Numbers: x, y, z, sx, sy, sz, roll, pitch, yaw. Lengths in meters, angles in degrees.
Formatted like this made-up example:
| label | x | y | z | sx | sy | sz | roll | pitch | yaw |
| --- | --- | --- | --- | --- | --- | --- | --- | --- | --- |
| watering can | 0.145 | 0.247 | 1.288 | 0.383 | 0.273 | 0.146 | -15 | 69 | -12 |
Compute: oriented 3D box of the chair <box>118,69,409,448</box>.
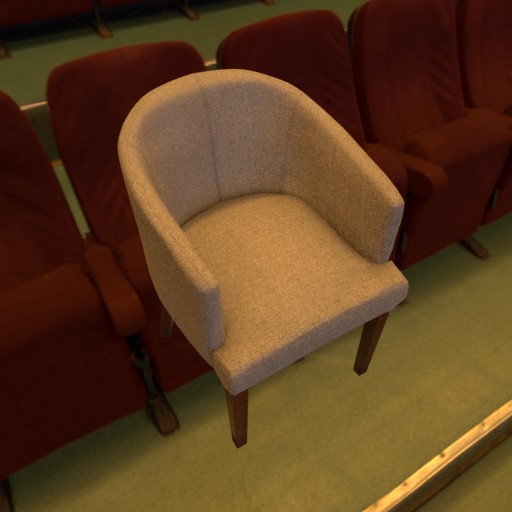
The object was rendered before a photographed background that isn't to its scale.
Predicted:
| label | x | y | z | sx | sy | sz | roll | pitch | yaw |
| --- | --- | --- | --- | --- | --- | --- | --- | --- | --- |
| chair | 0.000 | 0.000 | 1.247 | 0.583 | 0.811 | 0.655 | -24 | 50 | -22 |
